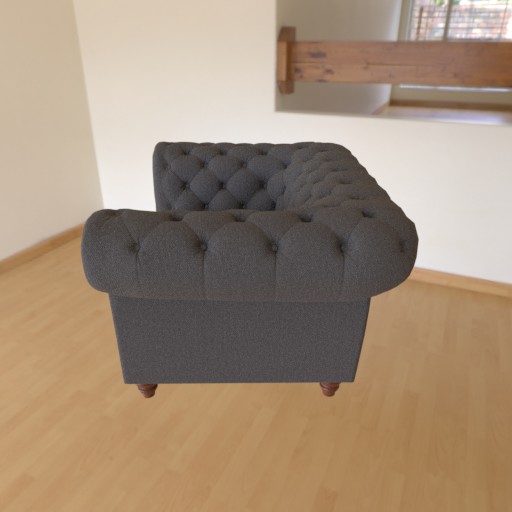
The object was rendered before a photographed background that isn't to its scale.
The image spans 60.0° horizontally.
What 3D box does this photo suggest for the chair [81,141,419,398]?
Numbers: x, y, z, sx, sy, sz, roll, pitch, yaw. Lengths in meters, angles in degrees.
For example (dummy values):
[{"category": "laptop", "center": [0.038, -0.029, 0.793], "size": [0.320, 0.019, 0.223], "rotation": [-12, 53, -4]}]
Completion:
[{"category": "chair", "center": [0.000, 0.000, 1.880], "size": [0.976, 0.770, 1.270], "rotation": [0, 26, -1]}]
